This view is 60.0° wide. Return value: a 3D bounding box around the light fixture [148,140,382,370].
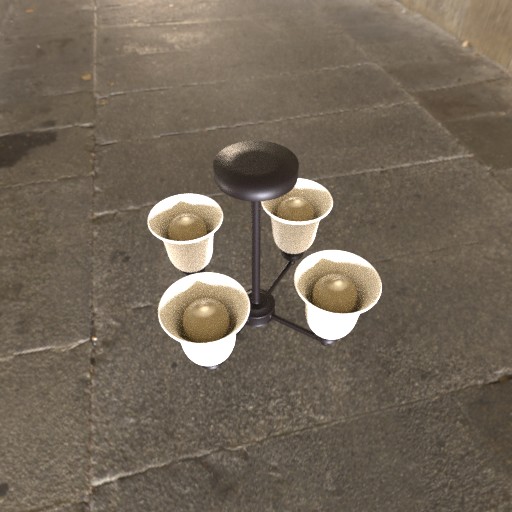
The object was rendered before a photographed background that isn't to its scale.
[{"bbox_3d":[0.000,0.000,1.883,1.069,0.925,1.069,23,50,21],"label":"light fixture"}]
